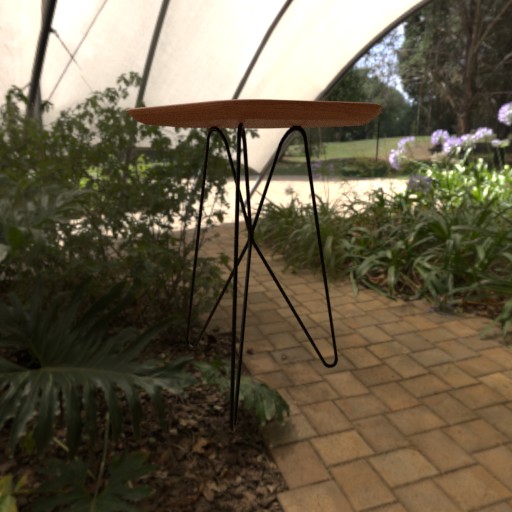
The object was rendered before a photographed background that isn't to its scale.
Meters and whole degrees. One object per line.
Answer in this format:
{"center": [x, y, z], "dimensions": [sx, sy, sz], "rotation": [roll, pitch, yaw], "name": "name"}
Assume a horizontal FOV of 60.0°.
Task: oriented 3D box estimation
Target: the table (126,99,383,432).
{"center": [0.000, 0.000, 0.904], "dimensions": [0.500, 0.562, 0.400], "rotation": [13, 19, 41], "name": "table"}
